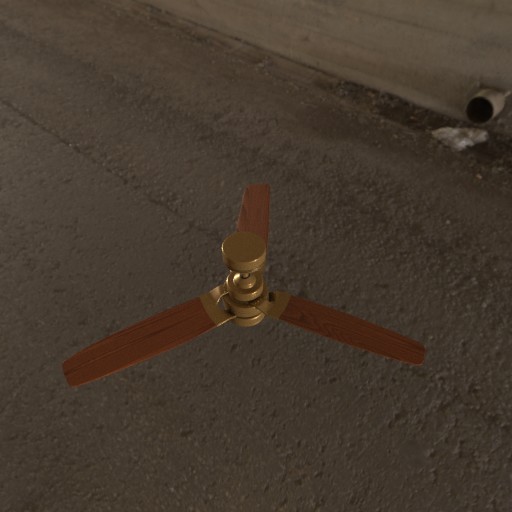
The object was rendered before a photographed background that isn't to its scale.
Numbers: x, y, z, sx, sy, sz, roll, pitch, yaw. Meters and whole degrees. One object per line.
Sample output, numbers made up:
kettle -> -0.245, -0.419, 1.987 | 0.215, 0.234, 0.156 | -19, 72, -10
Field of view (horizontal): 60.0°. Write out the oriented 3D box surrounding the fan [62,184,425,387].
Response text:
fan -> 0.000, 0.000, 1.997 | 1.416, 0.425, 1.271 | 3, 47, 3
